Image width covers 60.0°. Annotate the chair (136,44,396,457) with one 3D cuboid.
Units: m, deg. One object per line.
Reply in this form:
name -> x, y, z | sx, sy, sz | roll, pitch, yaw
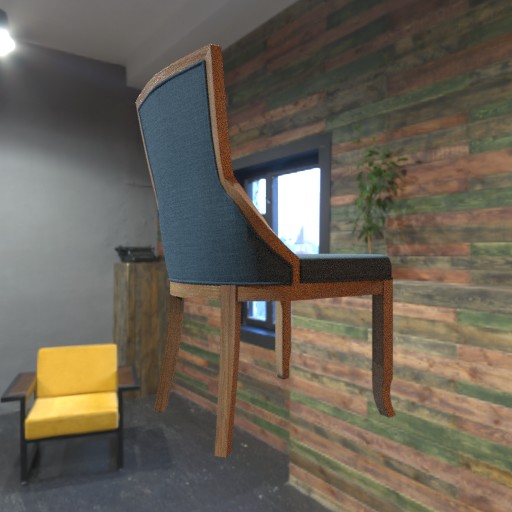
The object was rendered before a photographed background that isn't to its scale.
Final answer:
chair -> 0.000, 0.000, 1.334 | 0.641, 0.947, 0.524 | 0, 0, -36
